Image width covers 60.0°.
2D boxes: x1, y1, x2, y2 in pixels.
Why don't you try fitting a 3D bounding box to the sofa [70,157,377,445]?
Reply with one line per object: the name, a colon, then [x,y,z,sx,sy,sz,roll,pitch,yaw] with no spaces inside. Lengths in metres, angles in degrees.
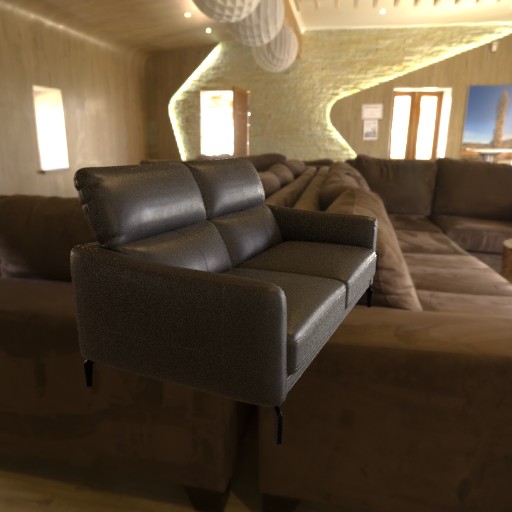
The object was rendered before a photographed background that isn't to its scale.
sofa: [0.000,0.000,2.233,0.958,0.920,1.596,7,16,25]
